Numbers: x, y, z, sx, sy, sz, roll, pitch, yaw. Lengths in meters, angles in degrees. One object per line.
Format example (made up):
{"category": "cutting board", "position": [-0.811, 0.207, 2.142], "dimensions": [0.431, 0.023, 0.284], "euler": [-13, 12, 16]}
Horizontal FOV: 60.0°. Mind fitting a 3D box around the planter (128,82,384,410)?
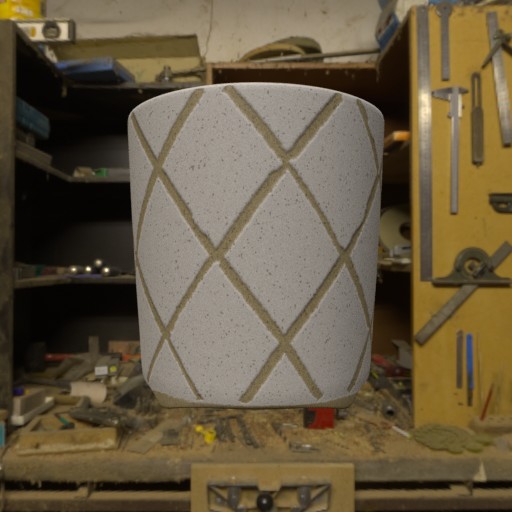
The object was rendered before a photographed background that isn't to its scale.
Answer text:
{"category": "planter", "position": [0.000, 0.000, 0.410], "dimensions": [0.228, 0.235, 0.228], "euler": [0, 0, 0]}
